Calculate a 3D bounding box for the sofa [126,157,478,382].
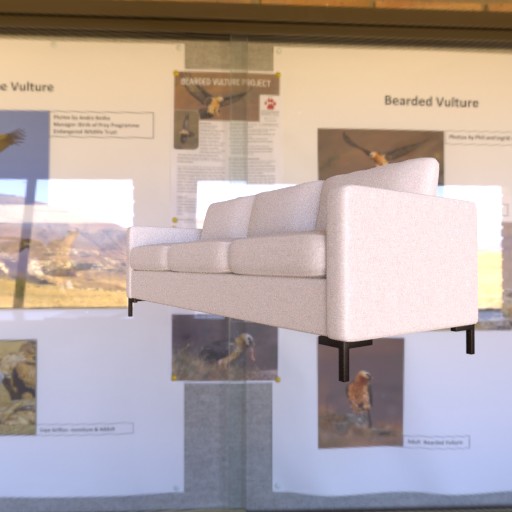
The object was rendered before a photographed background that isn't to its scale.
[{"bbox_3d":[0.000,0.000,2.607,0.859,0.874,2.218,1,-1,-35],"label":"sofa"}]
